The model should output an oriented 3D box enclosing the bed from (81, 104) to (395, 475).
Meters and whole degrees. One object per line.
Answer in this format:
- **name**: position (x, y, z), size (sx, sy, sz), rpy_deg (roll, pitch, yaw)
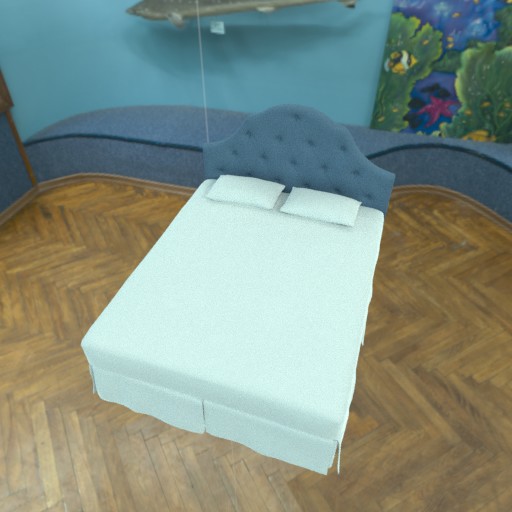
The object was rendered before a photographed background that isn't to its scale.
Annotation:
- **bed**: position (0.000, 0.000, 3.710), size (2.039, 1.617, 2.477), rpy_deg (12, 43, 14)
